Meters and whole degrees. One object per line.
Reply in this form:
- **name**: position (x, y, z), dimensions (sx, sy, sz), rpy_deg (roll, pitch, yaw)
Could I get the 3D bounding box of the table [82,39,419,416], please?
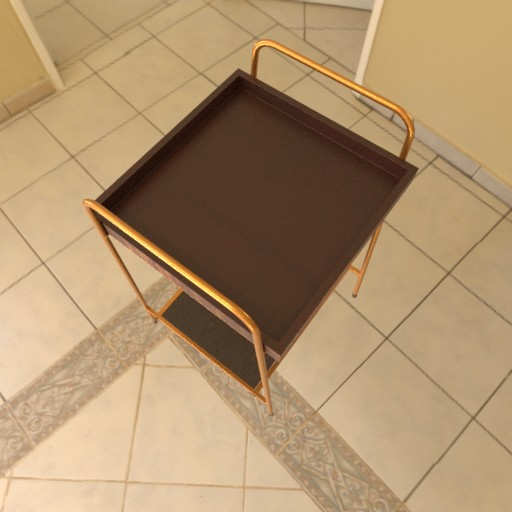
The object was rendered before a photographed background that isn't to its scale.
- **table**: position (0.000, 0.000, 0.977), dimensions (0.430, 0.710, 0.430), rpy_deg (34, 69, 15)
